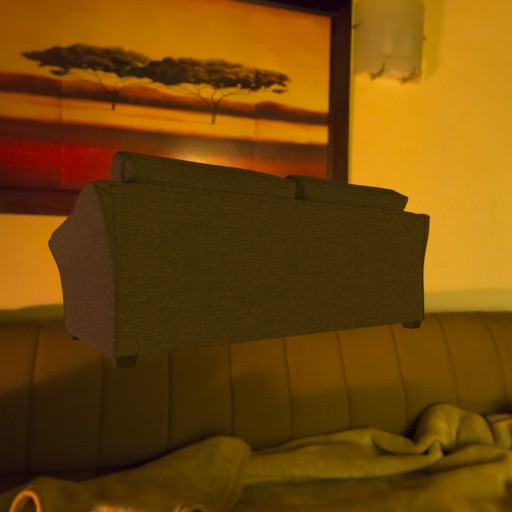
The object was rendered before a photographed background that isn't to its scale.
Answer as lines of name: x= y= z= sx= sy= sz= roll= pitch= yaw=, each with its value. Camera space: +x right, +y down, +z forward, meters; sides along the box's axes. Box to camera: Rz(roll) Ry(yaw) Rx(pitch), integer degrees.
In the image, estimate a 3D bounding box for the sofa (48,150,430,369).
sofa: x=0.000 y=0.000 z=2.752 sx=2.270 sy=0.950 sz=0.971 roll=1 pitch=-1 yaw=-35
